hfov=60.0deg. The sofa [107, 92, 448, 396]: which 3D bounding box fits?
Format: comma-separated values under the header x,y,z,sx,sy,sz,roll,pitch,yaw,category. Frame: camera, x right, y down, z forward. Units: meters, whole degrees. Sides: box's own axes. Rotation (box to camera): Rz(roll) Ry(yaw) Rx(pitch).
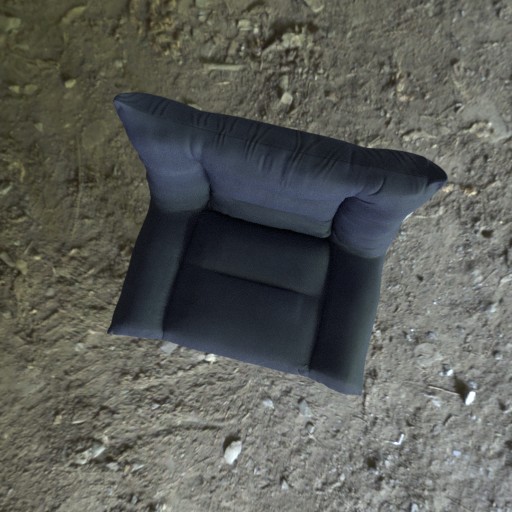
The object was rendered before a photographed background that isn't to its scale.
x,y,z,sx,sy,sz,roll,pitch,yaw,category
0.000,0.000,1.709,1.122,0.778,0.849,14,77,3,sofa
